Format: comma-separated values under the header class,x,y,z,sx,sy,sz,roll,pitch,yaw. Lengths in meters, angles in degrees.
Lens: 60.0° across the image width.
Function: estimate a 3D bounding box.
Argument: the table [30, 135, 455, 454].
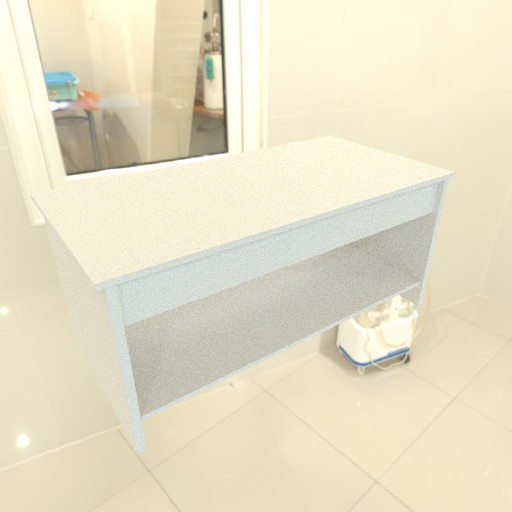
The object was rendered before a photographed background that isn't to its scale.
class,x,y,z,sx,sy,sz,roll,pitch,yaw
table,0.000,0.000,1.264,1.000,0.441,0.500,-19,34,-30
